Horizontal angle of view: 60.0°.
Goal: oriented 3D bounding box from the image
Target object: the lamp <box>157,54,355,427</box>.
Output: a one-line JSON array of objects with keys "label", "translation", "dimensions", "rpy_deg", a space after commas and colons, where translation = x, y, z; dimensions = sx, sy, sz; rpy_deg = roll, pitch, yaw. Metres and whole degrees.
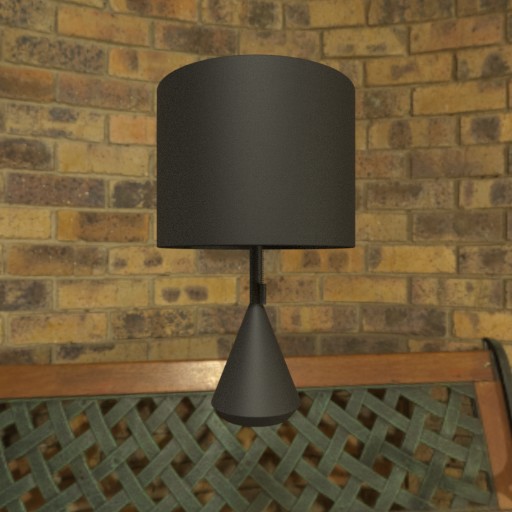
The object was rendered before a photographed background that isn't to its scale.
[{"label": "lamp", "translation": [0.000, 0.000, 0.820], "dimensions": [0.359, 0.584, 0.359], "rpy_deg": [0, 0, -35]}]
